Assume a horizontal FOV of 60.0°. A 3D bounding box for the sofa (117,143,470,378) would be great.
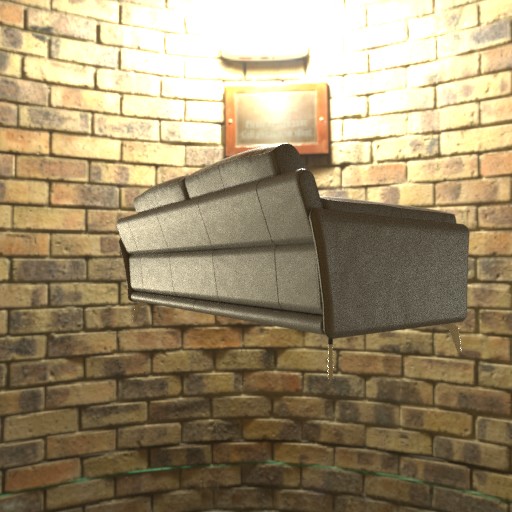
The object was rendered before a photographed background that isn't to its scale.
[{"bbox_3d":[0.000,0.000,2.656,1.049,0.930,2.101,1,-2,-35],"label":"sofa"}]
